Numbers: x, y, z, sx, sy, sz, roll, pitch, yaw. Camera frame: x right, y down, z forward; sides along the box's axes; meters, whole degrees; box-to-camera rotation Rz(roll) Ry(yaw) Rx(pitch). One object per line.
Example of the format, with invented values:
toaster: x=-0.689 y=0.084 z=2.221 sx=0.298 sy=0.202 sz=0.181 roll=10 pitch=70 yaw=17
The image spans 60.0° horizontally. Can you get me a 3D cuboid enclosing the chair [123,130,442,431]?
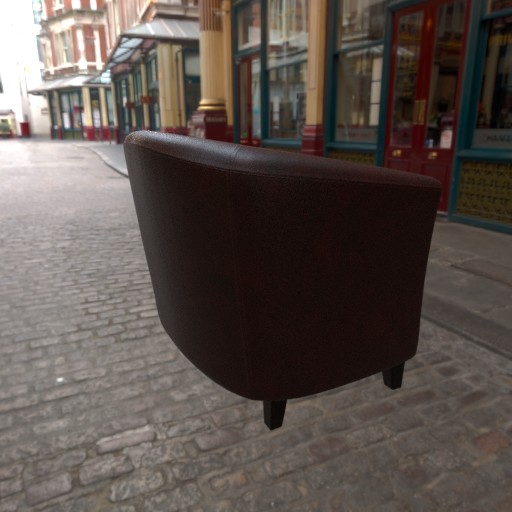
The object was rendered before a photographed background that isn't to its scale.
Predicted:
chair: x=0.000 y=0.000 z=1.388 sx=0.727 sy=0.756 sz=0.792 roll=-8 pitch=17 yaw=-26
